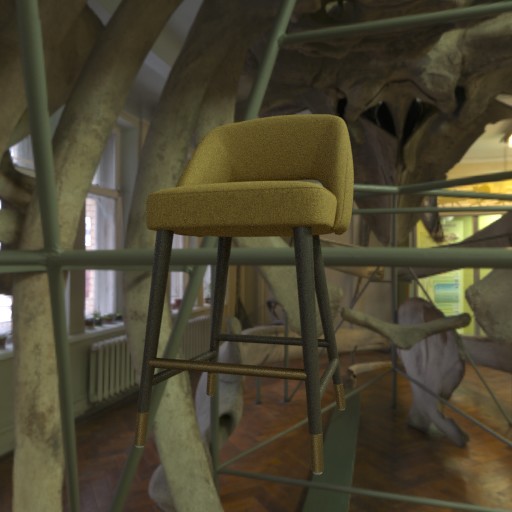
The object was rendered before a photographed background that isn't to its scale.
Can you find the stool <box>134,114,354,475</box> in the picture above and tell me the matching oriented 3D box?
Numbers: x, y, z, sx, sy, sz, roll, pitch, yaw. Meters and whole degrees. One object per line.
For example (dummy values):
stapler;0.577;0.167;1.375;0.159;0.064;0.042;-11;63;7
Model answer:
stool;0.000;0.000;1.258;0.536;0.939;0.522;0;0;18
